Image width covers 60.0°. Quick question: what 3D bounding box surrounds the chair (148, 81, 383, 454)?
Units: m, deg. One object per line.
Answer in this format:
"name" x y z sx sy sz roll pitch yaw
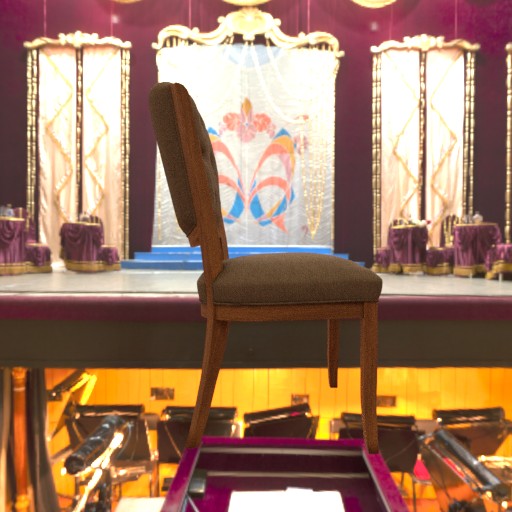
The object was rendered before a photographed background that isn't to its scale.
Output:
"chair" 0.000 0.000 1.268 0.584 0.905 0.513 0 1 -1
